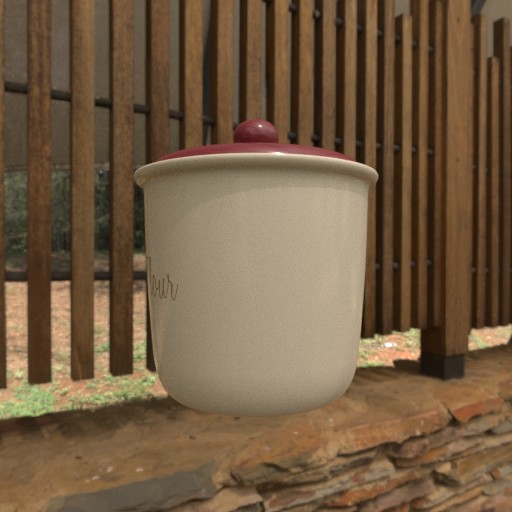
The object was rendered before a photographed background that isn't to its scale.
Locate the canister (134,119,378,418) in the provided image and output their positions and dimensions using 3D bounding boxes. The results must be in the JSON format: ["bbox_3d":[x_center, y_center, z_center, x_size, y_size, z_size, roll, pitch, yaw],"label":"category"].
[{"bbox_3d":[0.000,0.000,0.342,0.182,0.208,0.182,0,0,0],"label":"canister"}]
